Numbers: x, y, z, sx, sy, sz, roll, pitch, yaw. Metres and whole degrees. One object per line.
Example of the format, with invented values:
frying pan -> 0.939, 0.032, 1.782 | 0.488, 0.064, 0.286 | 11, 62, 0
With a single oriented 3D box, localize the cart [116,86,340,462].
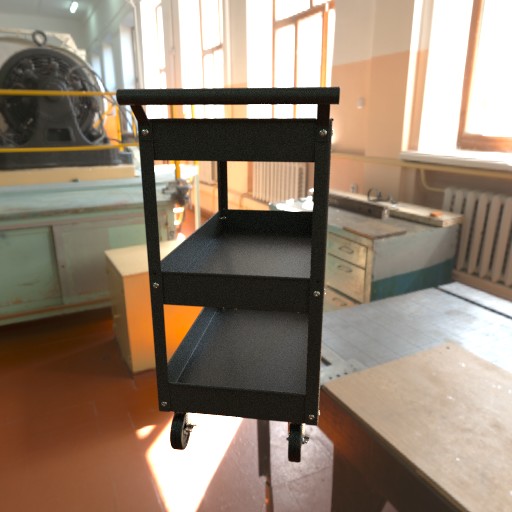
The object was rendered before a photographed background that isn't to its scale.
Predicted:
cart -> 0.000, 0.000, 1.160 | 0.366, 0.780, 0.719 | 2, 17, 8
